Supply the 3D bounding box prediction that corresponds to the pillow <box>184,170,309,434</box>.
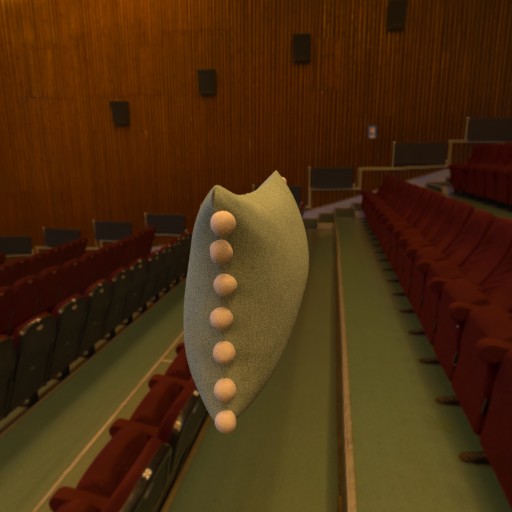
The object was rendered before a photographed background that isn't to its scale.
[{"bbox_3d":[0.000,0.000,0.855,0.201,0.322,0.709,2,14,9],"label":"pillow"}]
